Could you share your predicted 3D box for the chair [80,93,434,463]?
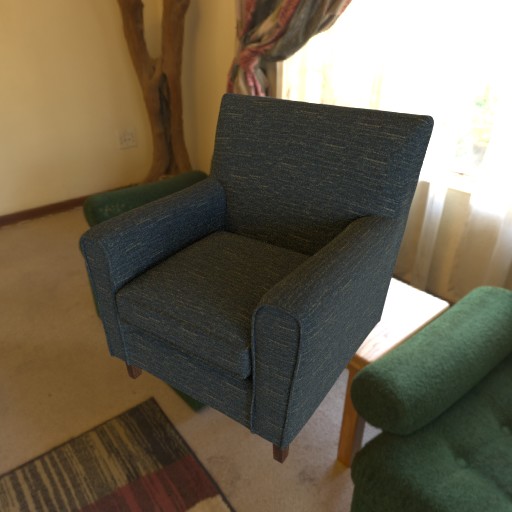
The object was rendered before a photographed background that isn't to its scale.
[{"bbox_3d":[0.000,0.000,1.582,0.864,0.928,0.873,18,34,29],"label":"chair"}]
